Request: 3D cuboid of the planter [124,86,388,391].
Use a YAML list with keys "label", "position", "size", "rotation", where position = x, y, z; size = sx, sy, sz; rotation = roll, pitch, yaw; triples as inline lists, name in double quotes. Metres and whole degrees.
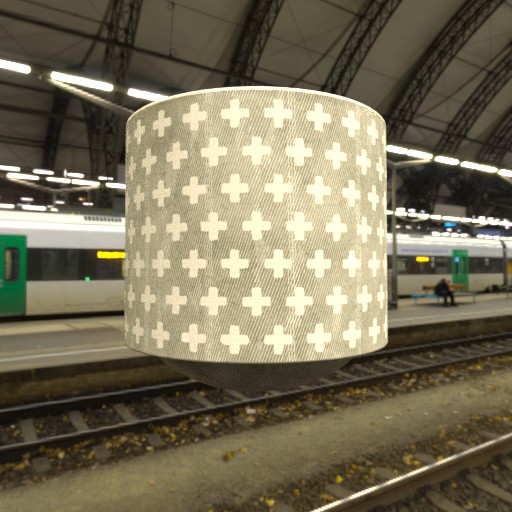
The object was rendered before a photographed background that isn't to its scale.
- label: "planter"
  position: [0.000, 0.000, 0.441]
  size: [0.250, 0.239, 0.250]
  rotation: [0, -1, 0]
